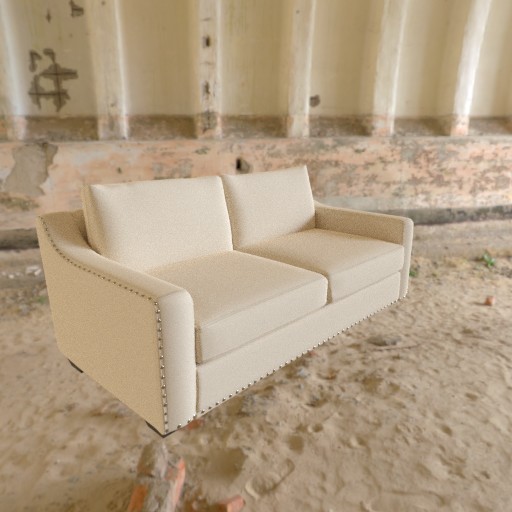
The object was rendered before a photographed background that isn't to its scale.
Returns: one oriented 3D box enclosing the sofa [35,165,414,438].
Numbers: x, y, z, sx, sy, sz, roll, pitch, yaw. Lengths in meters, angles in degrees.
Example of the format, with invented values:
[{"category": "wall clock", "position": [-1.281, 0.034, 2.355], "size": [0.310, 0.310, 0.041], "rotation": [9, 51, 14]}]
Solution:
[{"category": "sofa", "position": [0.000, 0.000, 2.319], "size": [0.949, 0.830, 1.812], "rotation": [15, 22, 42]}]
